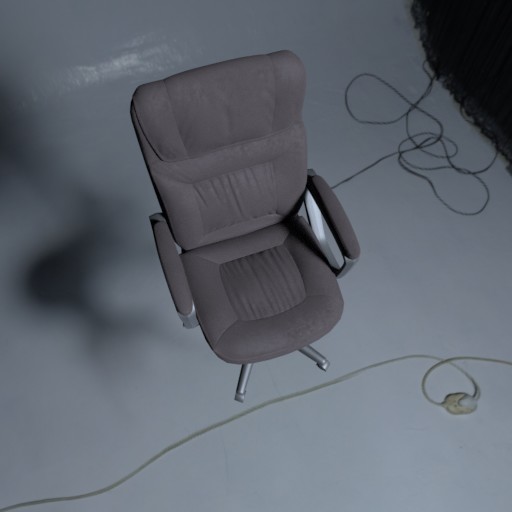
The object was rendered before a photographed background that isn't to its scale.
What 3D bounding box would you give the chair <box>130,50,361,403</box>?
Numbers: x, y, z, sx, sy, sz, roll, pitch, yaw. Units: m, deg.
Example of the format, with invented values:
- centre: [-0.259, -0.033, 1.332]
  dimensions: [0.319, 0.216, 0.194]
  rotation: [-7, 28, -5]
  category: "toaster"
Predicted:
- centre: [0.000, 0.000, 1.553]
  dimensions: [0.667, 1.105, 0.724]
  rotation: [-18, 63, -9]
  category: "chair"
